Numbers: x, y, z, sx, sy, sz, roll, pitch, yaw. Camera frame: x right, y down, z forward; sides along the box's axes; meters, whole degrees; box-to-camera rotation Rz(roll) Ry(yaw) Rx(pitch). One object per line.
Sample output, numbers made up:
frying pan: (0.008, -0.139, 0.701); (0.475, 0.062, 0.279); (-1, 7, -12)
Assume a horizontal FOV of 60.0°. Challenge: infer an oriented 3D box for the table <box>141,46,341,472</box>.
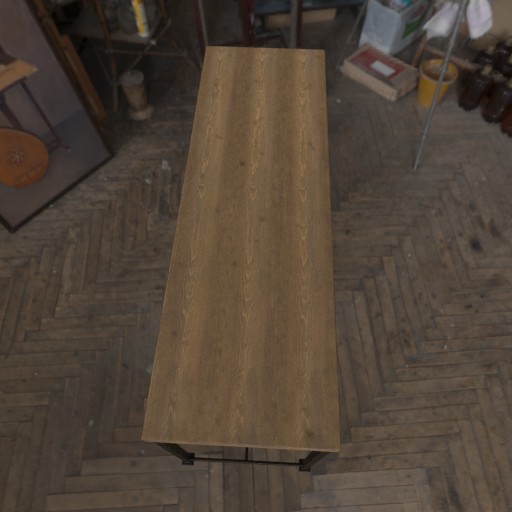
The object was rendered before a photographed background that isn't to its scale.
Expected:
table: (0.000, 0.000, 2.014); (0.551, 0.902, 1.700); (3, 61, 1)
